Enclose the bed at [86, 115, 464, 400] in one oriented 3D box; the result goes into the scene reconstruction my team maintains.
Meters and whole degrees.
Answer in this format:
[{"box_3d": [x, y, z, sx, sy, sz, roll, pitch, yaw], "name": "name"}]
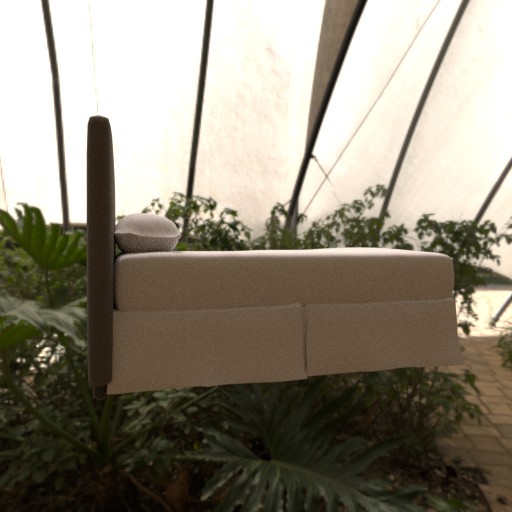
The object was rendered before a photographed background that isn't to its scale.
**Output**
[{"box_3d": [0.000, 0.000, 3.119, 2.142, 1.330, 1.723, 0, 1, -17], "name": "bed"}]
